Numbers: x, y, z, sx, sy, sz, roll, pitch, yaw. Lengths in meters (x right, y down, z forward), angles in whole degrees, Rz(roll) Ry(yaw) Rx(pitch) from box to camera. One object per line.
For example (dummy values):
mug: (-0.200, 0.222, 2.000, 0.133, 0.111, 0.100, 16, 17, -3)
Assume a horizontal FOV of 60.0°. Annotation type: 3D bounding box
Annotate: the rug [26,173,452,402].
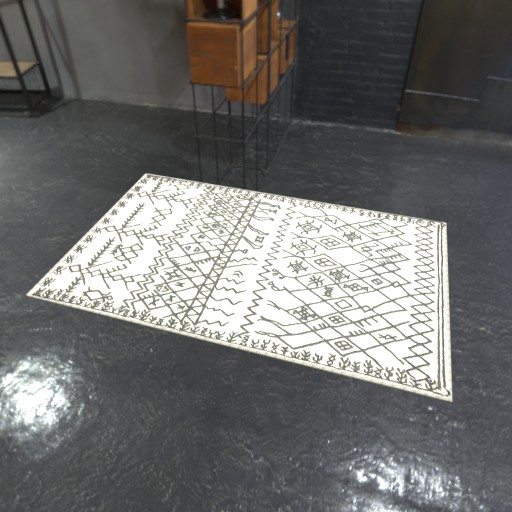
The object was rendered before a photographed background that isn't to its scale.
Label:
rug: (0.000, 0.000, 2.962, 2.444, 0.012, 1.526, 11, 42, 13)
